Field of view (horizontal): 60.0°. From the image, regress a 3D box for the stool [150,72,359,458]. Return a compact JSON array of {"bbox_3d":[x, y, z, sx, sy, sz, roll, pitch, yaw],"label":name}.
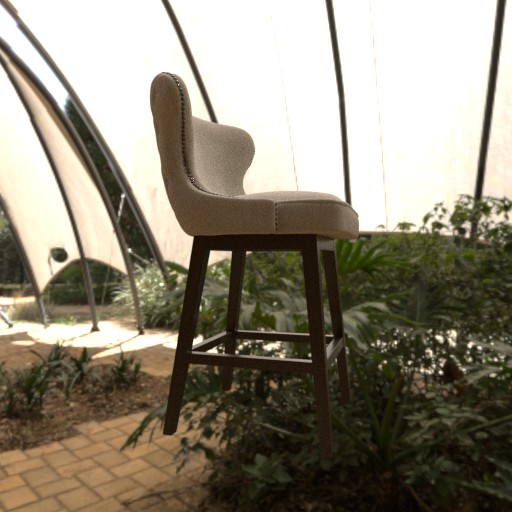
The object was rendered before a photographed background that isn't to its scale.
[{"bbox_3d":[0.000,0.000,1.358,0.597,0.972,0.615,0,0,18],"label":"stool"}]
